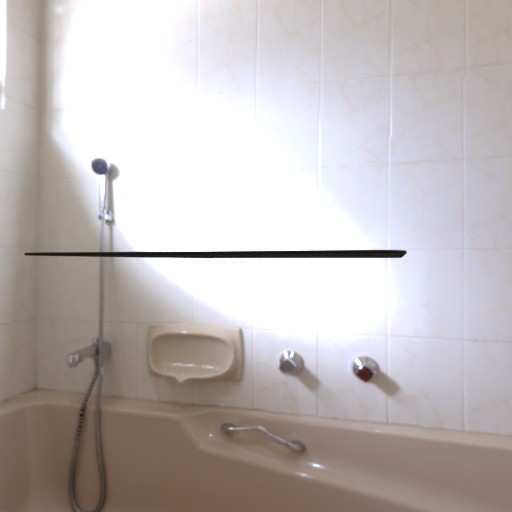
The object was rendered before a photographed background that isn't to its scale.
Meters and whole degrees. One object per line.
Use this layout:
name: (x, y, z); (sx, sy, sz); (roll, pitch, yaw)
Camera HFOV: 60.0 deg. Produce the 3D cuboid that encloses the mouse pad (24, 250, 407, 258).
mouse pad: (0.000, 0.000, 0.425); (0.269, 0.002, 0.315); (0, -1, 18)
